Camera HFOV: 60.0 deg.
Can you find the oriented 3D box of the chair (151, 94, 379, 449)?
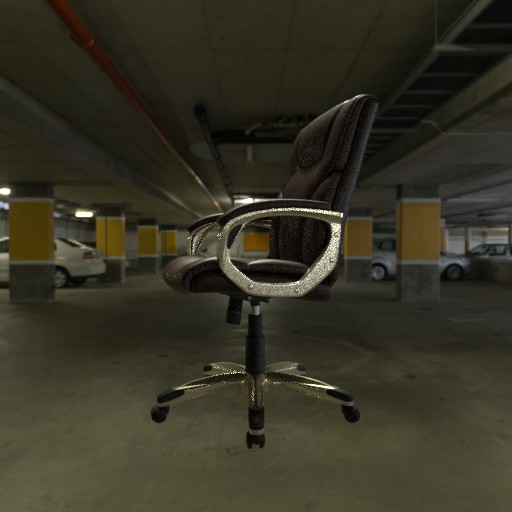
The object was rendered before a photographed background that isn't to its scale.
[{"bbox_3d":[0.000,0.000,1.590,0.739,1.107,0.662,0,1,-19],"label":"chair"}]
